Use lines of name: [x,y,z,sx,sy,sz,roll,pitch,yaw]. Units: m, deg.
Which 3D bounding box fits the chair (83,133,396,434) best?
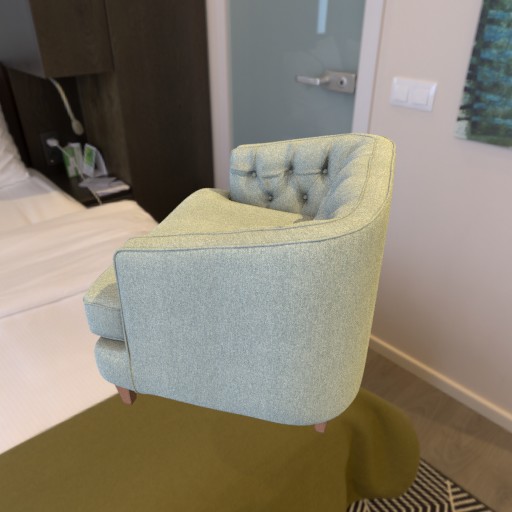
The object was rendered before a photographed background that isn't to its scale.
chair: [0.000,0.000,1.752,0.945,0.852,1.094,9,31,15]
